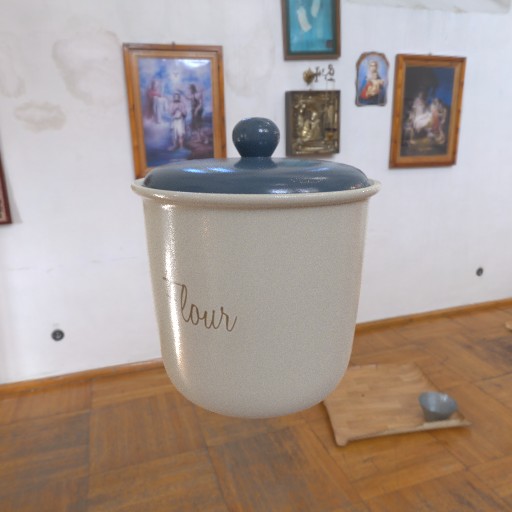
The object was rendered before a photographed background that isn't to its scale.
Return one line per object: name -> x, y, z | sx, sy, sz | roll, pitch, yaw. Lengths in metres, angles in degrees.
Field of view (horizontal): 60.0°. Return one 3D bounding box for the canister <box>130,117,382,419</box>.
canister -> 0.000, 0.000, 0.347 | 0.182, 0.208, 0.182 | 0, 15, 0
